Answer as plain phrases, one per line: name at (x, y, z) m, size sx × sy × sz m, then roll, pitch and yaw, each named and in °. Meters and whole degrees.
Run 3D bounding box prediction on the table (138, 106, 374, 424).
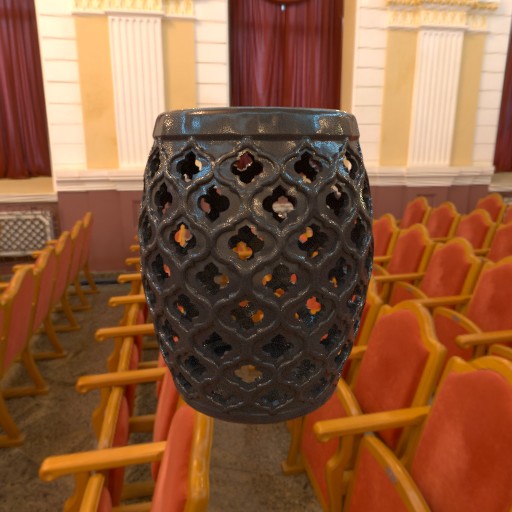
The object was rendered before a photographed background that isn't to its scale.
table at (0.000, 0.000, 0.636) m, size 0.325 × 0.388 × 0.325 m, roll 0°, pitch 14°, yaw 0°
